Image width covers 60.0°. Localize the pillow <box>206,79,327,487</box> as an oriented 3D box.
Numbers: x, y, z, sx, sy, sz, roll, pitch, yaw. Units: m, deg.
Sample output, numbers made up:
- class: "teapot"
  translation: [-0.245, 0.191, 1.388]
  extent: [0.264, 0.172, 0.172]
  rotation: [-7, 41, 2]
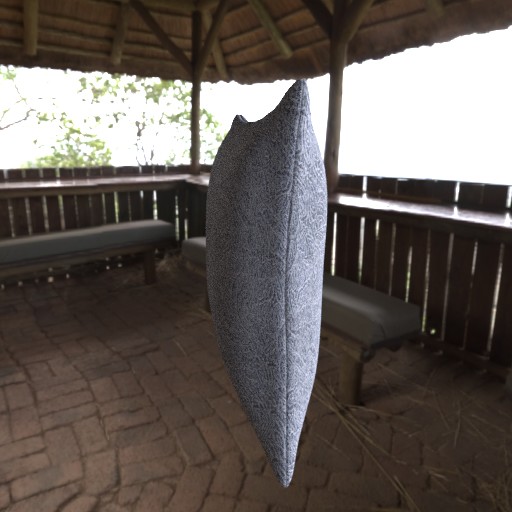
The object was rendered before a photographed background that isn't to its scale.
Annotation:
- class: "pillow"
  translation: [0.000, 0.000, 0.775]
  extent: [0.166, 0.510, 0.523]
  rotation: [-2, 14, -10]
